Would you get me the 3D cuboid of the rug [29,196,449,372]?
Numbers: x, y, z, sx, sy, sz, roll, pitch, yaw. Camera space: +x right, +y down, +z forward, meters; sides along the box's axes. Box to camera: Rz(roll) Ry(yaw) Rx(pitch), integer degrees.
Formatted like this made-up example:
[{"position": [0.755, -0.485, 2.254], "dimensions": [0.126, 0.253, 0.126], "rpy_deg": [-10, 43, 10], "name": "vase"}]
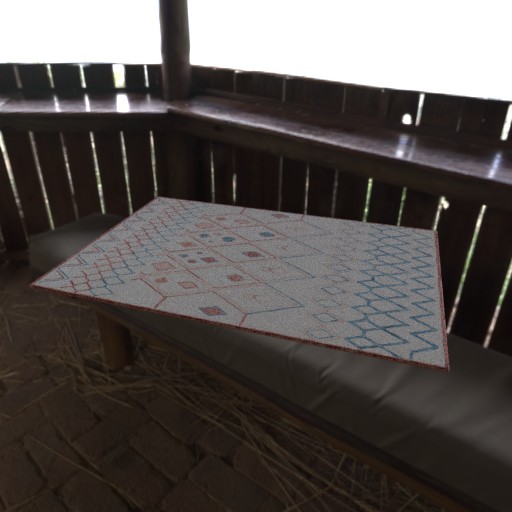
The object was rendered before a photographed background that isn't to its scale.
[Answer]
[{"position": [0.000, 0.000, 2.323], "dimensions": [1.829, 0.016, 1.219], "rpy_deg": [9, 30, 16], "name": "rug"}]
